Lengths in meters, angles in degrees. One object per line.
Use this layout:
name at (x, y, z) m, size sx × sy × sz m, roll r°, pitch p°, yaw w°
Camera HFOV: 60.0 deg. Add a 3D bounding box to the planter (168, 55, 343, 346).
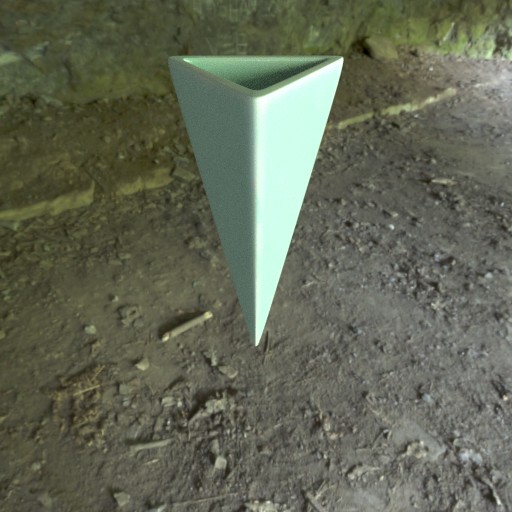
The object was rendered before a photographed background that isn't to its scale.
planter at (0.000, 0.000, 0.224) m, size 0.080 × 0.178 × 0.064 m, roll 0°, pitch 32°, yaw 0°
